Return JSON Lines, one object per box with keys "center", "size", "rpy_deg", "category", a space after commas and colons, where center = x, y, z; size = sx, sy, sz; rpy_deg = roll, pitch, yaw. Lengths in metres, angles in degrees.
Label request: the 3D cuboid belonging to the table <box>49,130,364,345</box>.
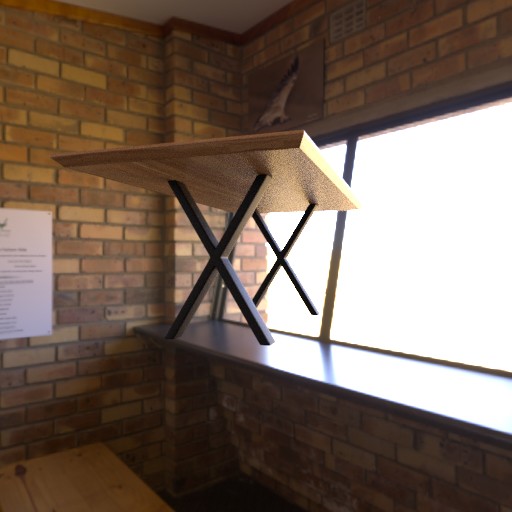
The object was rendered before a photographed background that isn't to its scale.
{"center": [0.000, 0.000, 2.488], "size": [1.000, 0.770, 2.000], "rpy_deg": [0, -1, 19], "category": "table"}
